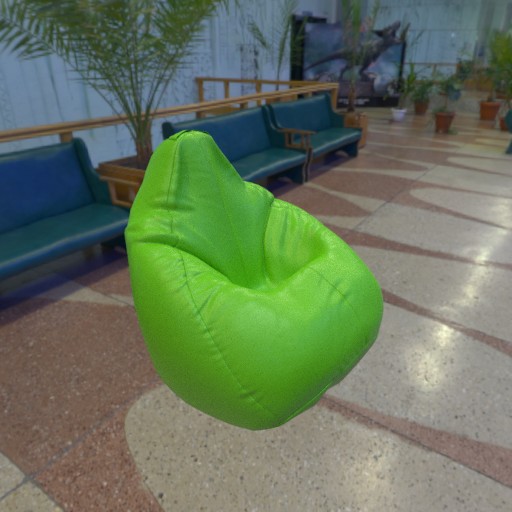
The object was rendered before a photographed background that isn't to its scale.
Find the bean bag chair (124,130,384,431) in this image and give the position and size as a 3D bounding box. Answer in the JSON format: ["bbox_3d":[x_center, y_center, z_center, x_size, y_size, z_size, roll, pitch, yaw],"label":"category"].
[{"bbox_3d":[0.000,0.000,1.915,1.070,0.990,1.070,18,31,33],"label":"bean bag chair"}]
